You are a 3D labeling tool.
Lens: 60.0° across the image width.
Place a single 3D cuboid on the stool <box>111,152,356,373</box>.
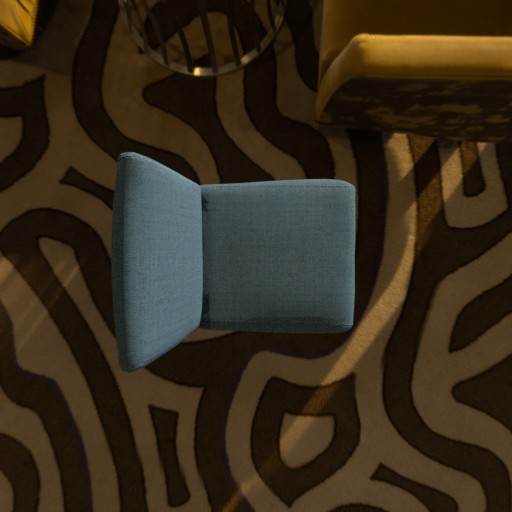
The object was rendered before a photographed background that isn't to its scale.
[{"bbox_3d":[0.000,0.000,1.395,0.574,1.088,0.454,0,91,-1],"label":"stool"}]
